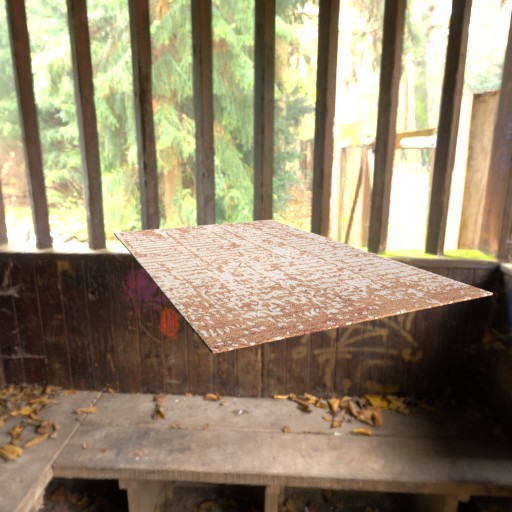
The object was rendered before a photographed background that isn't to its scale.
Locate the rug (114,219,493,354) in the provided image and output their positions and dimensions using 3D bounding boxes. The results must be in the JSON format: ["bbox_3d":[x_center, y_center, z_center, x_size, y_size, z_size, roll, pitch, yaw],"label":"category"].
[{"bbox_3d":[0.000,0.000,3.005,1.517,0.011,2.435,-7,16,-25],"label":"rug"}]
